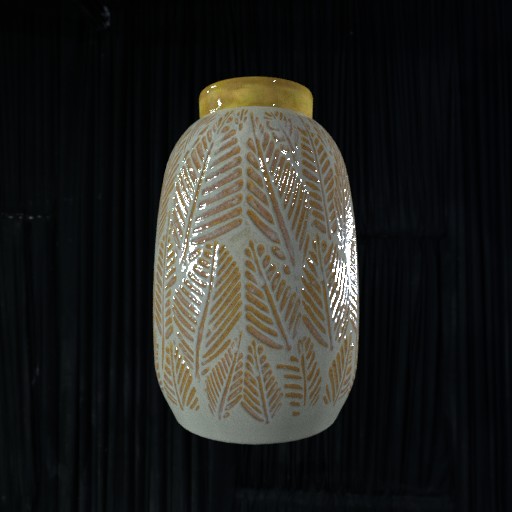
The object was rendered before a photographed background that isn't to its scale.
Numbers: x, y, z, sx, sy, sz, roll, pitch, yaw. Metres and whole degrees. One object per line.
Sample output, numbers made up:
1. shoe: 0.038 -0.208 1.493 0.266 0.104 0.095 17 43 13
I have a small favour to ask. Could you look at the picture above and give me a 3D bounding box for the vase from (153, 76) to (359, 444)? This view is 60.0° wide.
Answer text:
1. vase: 0.000 0.000 0.380 0.172 0.270 0.172 0 0 0
